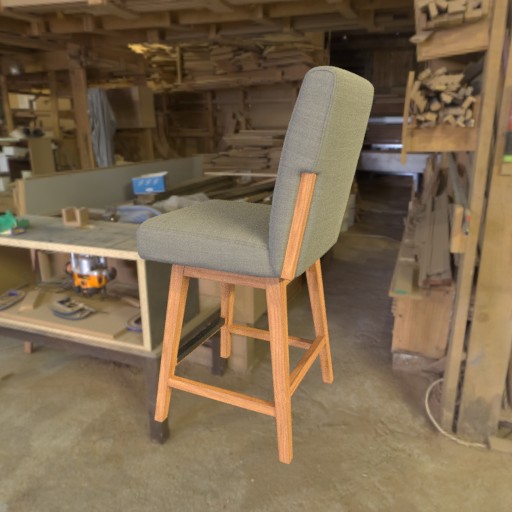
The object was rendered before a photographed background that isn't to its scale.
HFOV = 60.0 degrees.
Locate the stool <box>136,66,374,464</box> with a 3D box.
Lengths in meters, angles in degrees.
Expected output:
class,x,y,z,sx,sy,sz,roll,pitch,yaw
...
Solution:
class,x,y,z,sx,sy,sz,roll,pitch,yaw
stool,0.000,0.000,1.347,0.570,1.019,0.459,8,19,24
